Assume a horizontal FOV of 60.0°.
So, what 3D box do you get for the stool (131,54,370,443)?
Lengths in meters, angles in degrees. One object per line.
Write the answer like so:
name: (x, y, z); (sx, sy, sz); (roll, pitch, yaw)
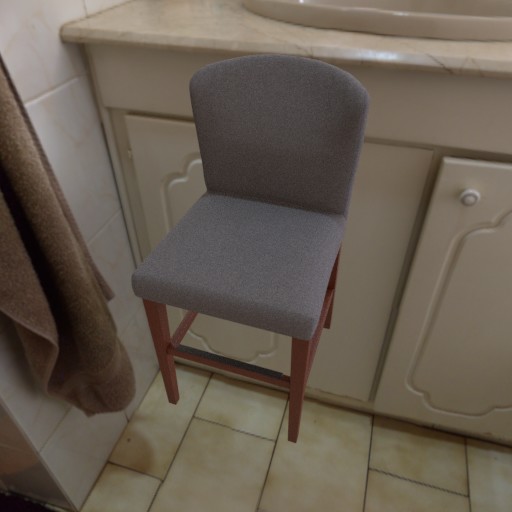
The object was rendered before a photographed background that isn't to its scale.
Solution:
stool: (0.000, 0.000, 1.290); (0.481, 0.968, 0.568); (12, 41, 15)
